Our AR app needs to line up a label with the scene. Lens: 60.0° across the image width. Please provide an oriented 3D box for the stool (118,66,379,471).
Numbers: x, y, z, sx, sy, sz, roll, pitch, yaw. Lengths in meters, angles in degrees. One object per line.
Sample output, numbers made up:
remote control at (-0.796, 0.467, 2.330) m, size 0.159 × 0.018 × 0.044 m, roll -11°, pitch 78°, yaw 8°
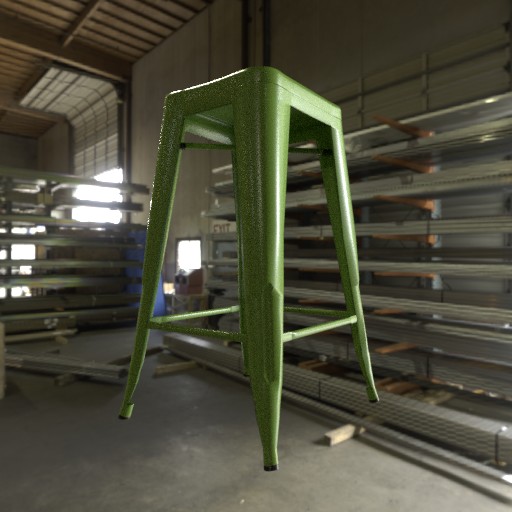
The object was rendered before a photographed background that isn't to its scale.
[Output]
stool at (0.000, 0.000, 0.880) m, size 0.358 × 0.609 × 0.398 m, roll 0°, pitch 0°, yaw 37°
